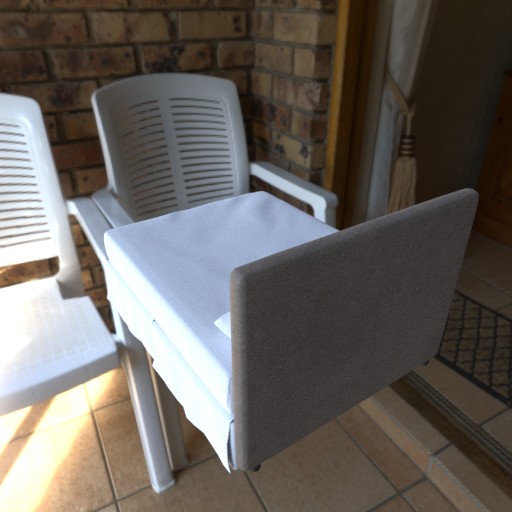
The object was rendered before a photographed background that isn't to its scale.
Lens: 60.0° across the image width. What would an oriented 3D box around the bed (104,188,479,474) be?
[{"bbox_3d":[0.000,0.000,3.203,1.723,1.330,2.142,-19,35,-29],"label":"bed"}]
